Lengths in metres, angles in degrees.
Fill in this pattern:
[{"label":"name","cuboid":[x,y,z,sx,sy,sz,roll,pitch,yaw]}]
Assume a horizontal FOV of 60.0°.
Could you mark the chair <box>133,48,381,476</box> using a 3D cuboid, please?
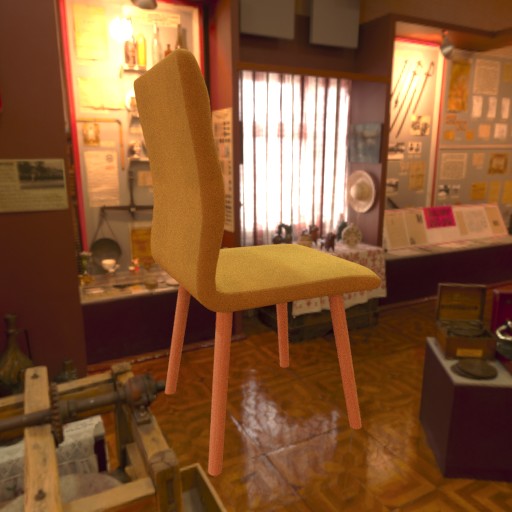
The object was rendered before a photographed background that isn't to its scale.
[{"label":"chair","cuboid":[0.000,0.000,1.261,0.550,0.965,0.450,-6,14,-25]}]
